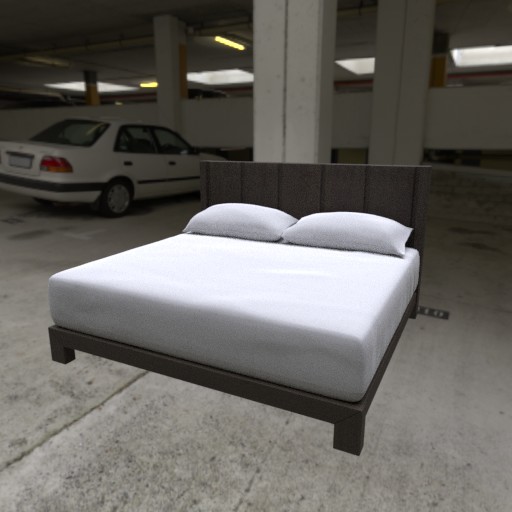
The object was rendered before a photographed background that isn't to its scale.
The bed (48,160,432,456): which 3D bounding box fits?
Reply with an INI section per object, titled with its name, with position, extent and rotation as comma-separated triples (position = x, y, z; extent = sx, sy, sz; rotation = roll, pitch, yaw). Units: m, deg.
[bed]
position = 0.000, 0.000, 3.294
extent = 2.134, 1.270, 2.012
rotation = 7, 16, 26
